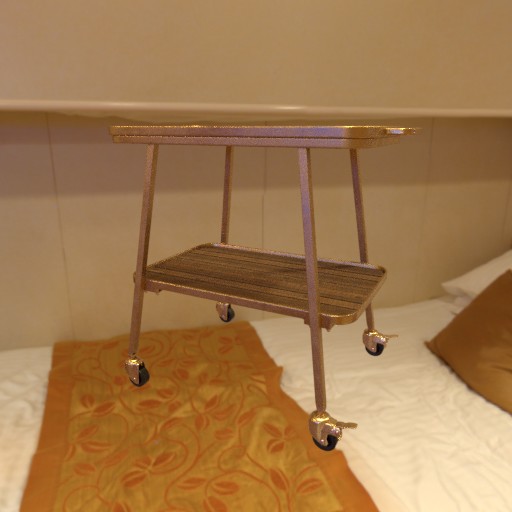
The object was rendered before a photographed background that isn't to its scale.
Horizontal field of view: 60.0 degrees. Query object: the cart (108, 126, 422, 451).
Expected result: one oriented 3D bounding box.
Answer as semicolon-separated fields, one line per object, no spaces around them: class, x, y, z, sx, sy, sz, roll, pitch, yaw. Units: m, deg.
cart;0.000;0.000;1.246;0.806;0.700;0.524;8;18;26
